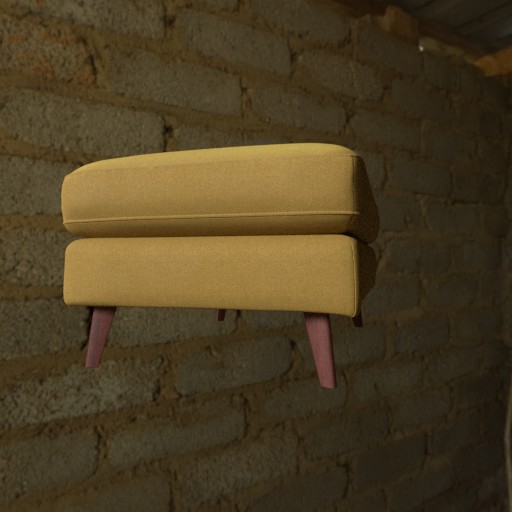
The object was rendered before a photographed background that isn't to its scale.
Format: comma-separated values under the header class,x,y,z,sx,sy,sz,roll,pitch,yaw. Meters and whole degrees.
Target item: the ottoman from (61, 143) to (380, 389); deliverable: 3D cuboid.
class,x,y,z,sx,sy,sz,roll,pitch,yaw
ottoman,0.000,0.000,1.158,0.608,0.449,0.811,0,0,17
